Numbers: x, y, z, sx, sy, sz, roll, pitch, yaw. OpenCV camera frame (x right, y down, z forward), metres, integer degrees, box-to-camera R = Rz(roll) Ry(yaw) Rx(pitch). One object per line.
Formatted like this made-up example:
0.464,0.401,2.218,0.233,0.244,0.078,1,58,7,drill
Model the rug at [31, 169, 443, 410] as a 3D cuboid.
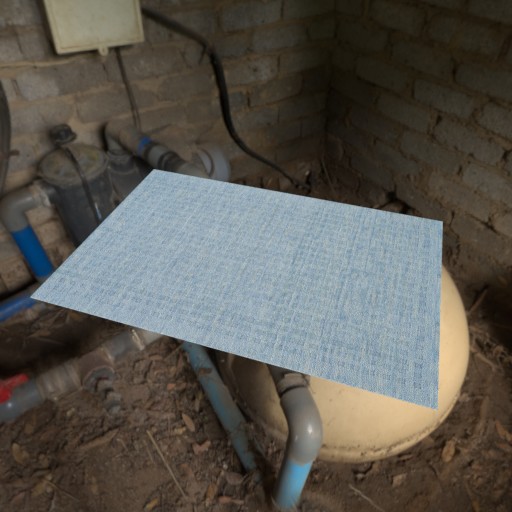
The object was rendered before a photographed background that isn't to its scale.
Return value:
0.000,0.000,2.873,2.286,0.006,1.522,12,43,14,rug
